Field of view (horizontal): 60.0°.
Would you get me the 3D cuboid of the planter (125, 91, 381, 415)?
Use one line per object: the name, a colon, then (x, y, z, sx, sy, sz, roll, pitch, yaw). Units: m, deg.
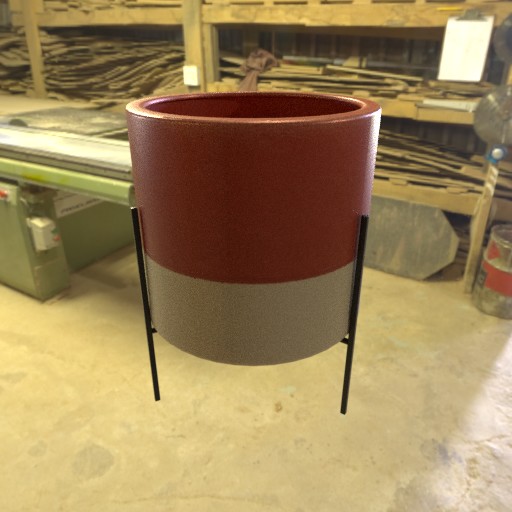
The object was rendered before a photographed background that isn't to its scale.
planter: (0.000, 0.000, 0.705, 0.354, 0.465, 0.345, 17, 30, 32)
